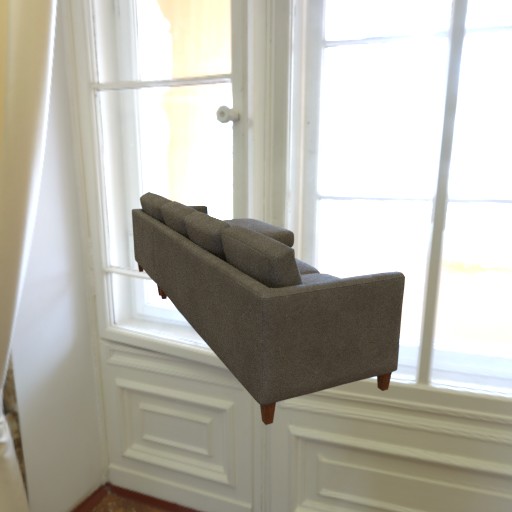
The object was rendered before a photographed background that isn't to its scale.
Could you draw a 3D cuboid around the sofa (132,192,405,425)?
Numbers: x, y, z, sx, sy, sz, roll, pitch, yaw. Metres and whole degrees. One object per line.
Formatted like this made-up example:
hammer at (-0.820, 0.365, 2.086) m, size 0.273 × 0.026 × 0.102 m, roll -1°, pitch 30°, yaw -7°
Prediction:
sofa at (0.000, 0.000, 4.030) m, size 1.604 × 0.950 × 3.471 m, roll -6°, pitch 15°, yaw -25°
